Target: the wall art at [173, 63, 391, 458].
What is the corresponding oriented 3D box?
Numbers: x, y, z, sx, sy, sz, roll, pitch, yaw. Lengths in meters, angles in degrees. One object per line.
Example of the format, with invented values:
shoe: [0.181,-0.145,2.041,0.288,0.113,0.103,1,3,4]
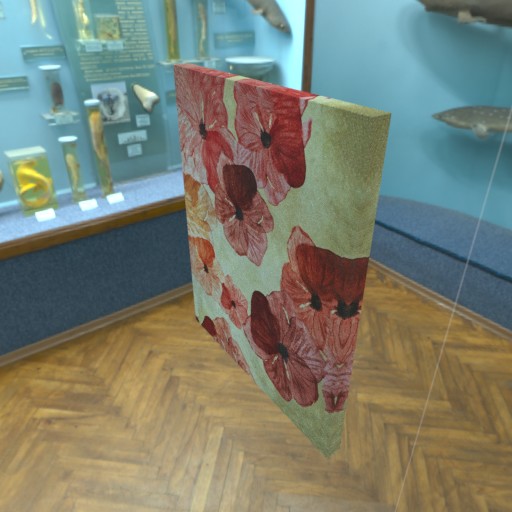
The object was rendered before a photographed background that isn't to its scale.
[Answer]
wall art: [0.000,0.000,0.688,0.028,0.508,0.406,-20,37,-30]
